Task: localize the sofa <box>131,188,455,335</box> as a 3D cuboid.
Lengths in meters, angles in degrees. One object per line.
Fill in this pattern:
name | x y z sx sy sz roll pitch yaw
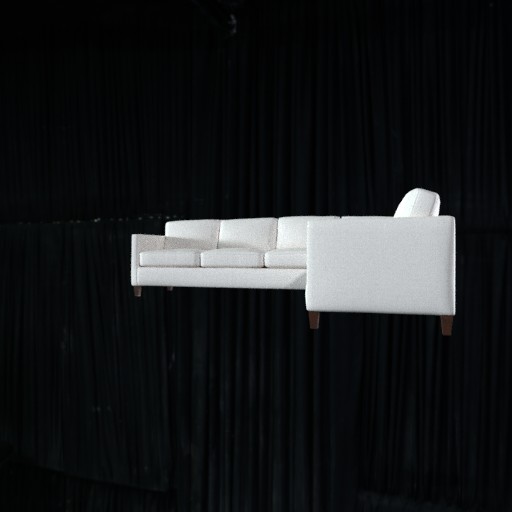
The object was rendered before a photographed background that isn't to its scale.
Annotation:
sofa | 0.000 0.000 4.364 3.302 0.947 2.593 0 1 16
